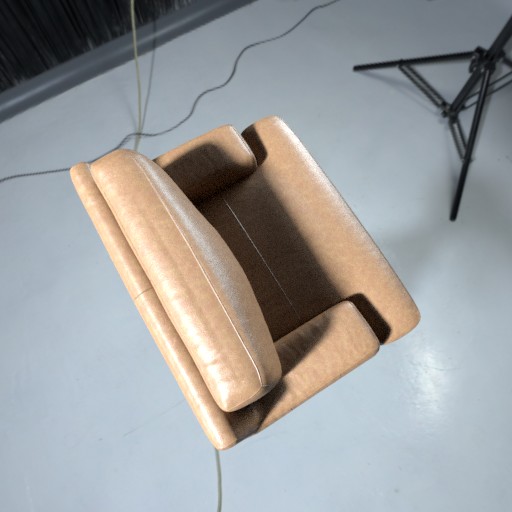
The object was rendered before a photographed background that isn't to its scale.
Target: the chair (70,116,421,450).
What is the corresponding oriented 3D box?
[{"bbox_3d":[0.000,0.000,1.988,1.050,0.978,1.276,-30,75,-9],"label":"chair"}]
